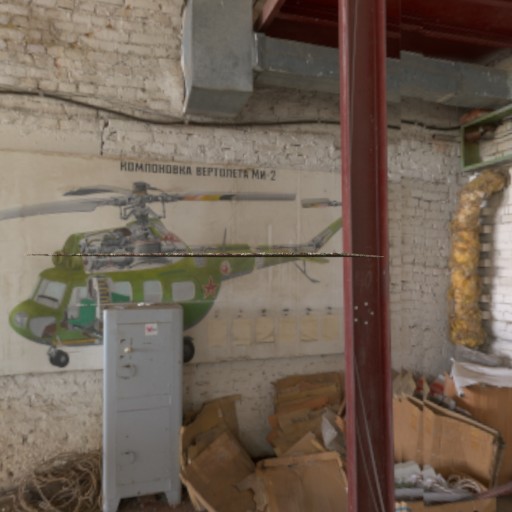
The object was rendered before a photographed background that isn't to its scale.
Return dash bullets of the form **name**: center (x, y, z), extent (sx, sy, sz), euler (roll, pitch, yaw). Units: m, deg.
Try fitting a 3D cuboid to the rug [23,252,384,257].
- **rug**: center (0.000, 0.000, 2.985), extent (1.524, 0.011, 2.438), euler (0, 0, 19)
